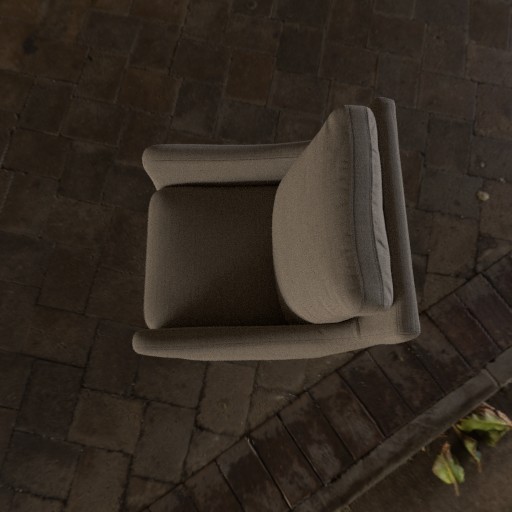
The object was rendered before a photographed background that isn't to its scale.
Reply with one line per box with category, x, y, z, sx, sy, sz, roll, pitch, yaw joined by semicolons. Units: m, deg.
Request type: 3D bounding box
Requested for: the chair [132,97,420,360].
chair;0.000;0.000;1.391;0.694;0.914;0.626;-1;75;0
